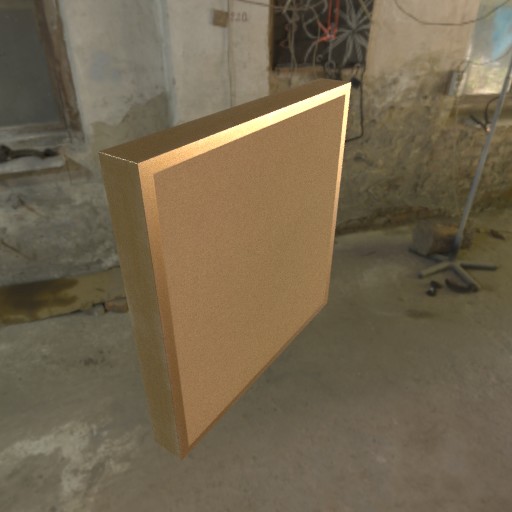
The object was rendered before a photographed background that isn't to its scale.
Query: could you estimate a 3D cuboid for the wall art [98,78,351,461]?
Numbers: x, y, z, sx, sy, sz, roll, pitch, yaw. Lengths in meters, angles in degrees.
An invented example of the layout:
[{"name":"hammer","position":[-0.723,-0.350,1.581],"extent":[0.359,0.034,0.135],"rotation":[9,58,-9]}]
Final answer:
[{"name":"wall art","position":[0.000,0.000,0.468],"extent":[0.038,0.305,0.306],"rotation":[21,38,29]}]
